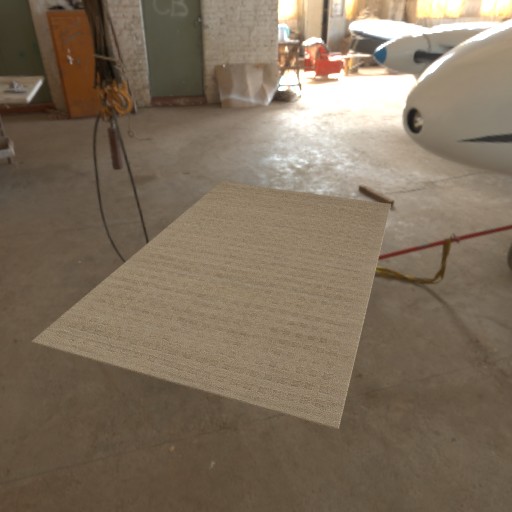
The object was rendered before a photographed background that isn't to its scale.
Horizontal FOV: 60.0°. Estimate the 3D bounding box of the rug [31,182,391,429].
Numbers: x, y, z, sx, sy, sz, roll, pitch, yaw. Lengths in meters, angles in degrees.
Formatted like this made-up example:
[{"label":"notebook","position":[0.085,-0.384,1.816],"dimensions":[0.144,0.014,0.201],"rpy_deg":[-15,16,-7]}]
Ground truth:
[{"label":"rug","position":[0.000,0.000,2.188],"dimensions":[1.142,0.006,1.752],"rpy_deg":[10,32,17]}]
